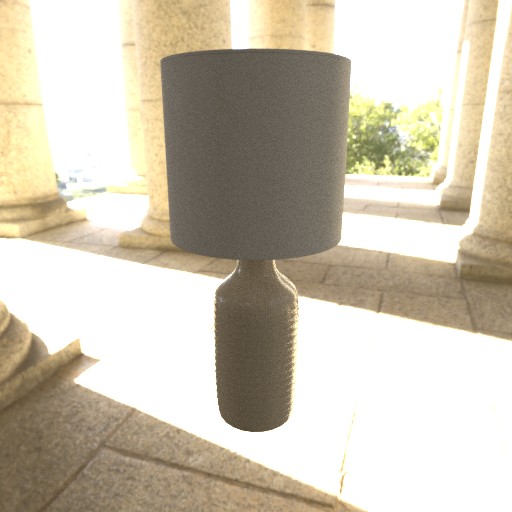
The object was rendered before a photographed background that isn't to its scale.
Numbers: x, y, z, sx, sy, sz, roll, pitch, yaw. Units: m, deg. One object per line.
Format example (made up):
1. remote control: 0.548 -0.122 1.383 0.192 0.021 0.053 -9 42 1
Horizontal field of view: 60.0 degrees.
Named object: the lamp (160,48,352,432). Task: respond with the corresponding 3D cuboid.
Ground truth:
1. lamp: 0.000 0.000 0.590 0.220 0.475 0.220 -3 17 -10
